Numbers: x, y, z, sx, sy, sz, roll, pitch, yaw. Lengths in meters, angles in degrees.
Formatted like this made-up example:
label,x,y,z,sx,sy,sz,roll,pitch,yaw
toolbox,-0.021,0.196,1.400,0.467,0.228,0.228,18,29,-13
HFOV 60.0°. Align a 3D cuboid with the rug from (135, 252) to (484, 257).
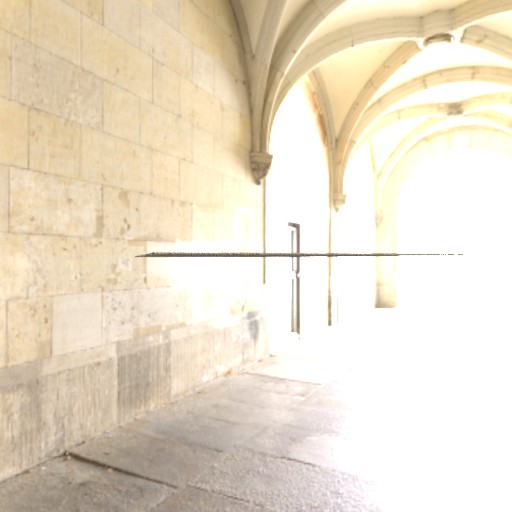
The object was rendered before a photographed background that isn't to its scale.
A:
label,x,y,z,sx,sy,sz,roll,pitch,yaw
rug,0.000,0.000,3.009,1.529,0.010,2.440,0,0,-17
